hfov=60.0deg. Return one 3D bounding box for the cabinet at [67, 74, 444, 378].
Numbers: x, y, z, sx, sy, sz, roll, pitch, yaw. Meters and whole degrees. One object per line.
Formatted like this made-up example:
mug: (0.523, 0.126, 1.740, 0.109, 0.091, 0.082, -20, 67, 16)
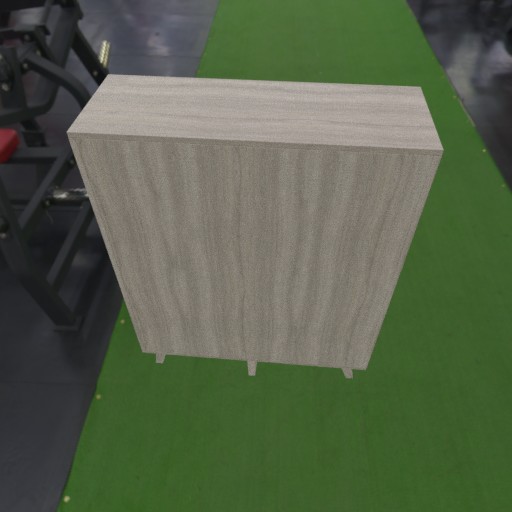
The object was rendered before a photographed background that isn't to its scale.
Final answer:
cabinet: (0.000, 0.000, 1.936, 1.111, 1.388, 0.398, 4, 46, 4)
